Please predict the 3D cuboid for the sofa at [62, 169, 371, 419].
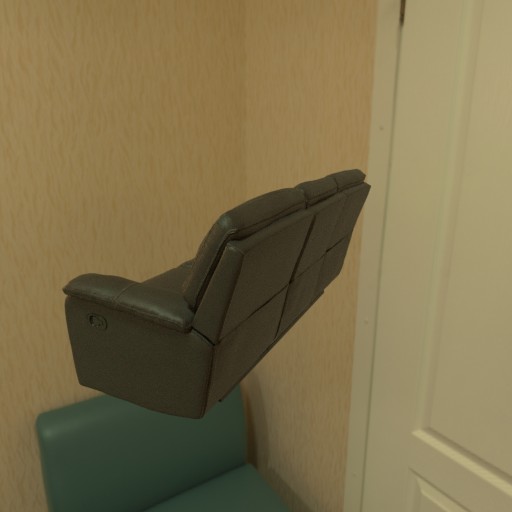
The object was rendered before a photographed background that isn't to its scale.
[{"bbox_3d":[0.000,0.000,3.192,1.104,1.134,2.627,8,18,25],"label":"sofa"}]
